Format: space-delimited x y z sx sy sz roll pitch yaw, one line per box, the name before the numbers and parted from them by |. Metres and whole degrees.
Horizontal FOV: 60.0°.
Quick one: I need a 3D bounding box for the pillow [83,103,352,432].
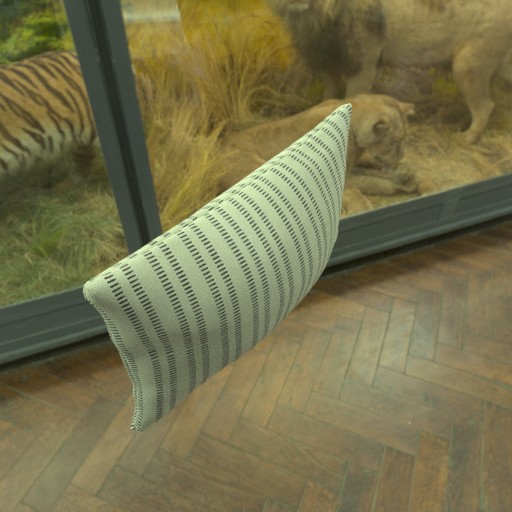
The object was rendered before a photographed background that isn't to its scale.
pillow | 0.000 0.000 0.804 0.210 0.353 0.640 27 49 26
